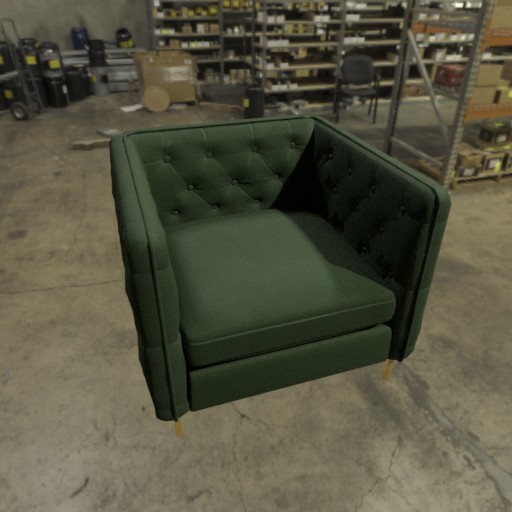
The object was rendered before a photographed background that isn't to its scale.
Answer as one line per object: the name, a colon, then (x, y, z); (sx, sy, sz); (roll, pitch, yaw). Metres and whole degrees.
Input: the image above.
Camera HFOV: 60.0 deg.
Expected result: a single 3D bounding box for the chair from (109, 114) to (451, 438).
chair: (0.000, 0.000, 1.607); (0.917, 0.768, 0.855); (-10, 33, -15)
